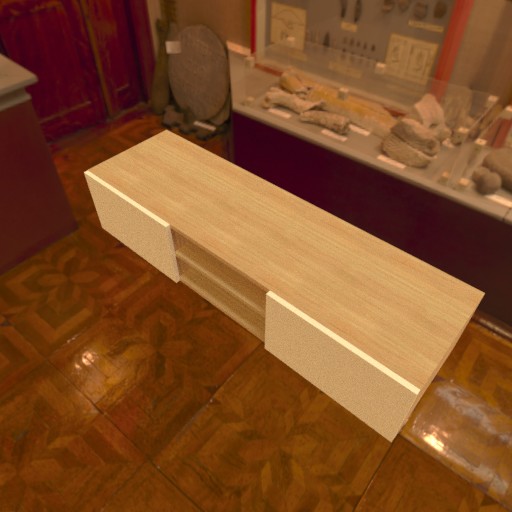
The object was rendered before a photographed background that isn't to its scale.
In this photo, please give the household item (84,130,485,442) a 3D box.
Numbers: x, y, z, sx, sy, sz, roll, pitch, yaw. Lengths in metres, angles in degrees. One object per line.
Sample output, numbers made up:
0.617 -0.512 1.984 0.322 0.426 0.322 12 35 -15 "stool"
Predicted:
0.000 0.000 1.609 1.400 0.310 0.420 32 54 27 "household item"
